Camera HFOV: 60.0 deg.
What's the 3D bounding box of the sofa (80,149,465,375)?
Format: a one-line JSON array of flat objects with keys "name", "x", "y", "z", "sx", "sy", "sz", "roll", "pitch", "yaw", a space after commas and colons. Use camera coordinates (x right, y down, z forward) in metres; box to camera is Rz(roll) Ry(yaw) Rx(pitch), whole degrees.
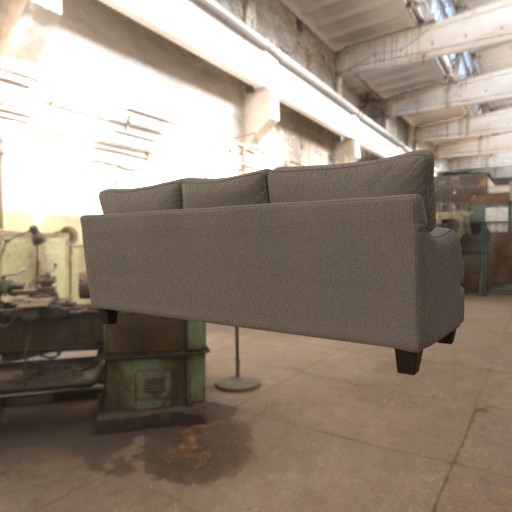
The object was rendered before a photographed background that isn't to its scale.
[{"name": "sofa", "x": 0.000, "y": 0.000, "z": 2.837, "sx": 2.323, "sy": 0.991, "sz": 1.016, "roll": 1, "pitch": 2, "yaw": 35}]
